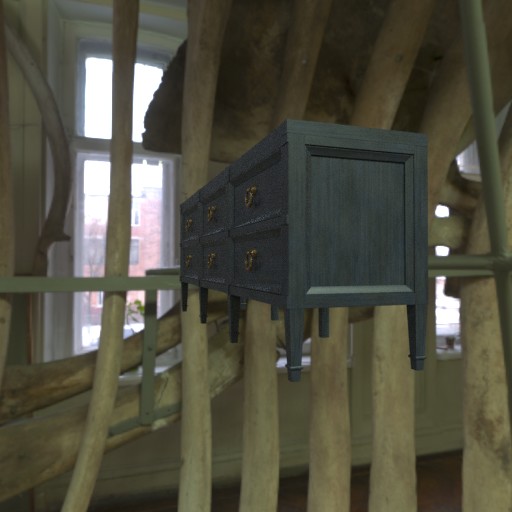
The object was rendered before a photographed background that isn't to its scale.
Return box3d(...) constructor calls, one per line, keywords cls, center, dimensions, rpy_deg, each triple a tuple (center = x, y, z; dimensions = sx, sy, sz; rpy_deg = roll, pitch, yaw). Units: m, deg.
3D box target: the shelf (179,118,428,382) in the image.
box3d(cls="shelf", center=(0.000, 0.000, 2.157), dimensions=(0.471, 0.715, 1.878), rpy_deg=(0, -1, -19))
